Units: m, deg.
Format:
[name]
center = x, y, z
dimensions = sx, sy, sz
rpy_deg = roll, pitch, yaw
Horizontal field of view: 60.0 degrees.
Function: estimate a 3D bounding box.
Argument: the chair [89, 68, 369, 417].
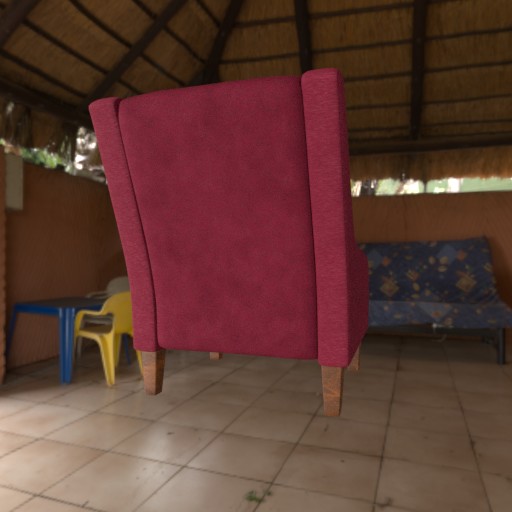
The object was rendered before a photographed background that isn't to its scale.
[chair]
center = 0.000, 0.000, 1.722
dimensions = 0.793, 1.017, 0.985
rpy_deg = 0, 0, 19
